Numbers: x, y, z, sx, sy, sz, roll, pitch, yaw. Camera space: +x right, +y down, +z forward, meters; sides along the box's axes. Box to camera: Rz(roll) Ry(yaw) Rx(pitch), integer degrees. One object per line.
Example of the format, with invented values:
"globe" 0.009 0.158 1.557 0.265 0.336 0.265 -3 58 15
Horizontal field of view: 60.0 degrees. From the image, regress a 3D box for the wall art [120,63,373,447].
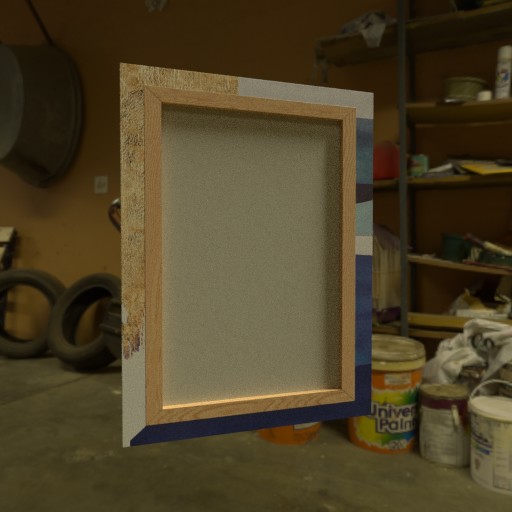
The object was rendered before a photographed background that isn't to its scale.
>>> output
"wall art" 0.000 0.000 0.788 0.458 0.613 0.026 0 1 -18
